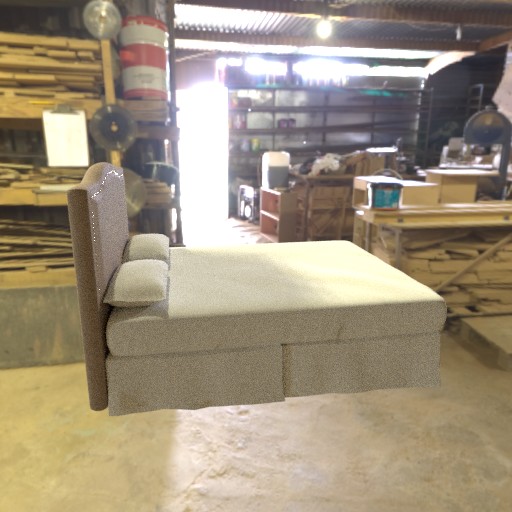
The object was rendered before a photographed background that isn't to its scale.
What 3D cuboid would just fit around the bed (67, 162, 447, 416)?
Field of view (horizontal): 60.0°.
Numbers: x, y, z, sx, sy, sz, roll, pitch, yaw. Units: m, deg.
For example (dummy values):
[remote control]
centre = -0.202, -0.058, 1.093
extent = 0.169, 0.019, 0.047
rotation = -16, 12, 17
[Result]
[bed]
centre = 0.000, 0.000, 3.433
extent = 2.282, 1.436, 1.821
rotation = -3, 15, -10
